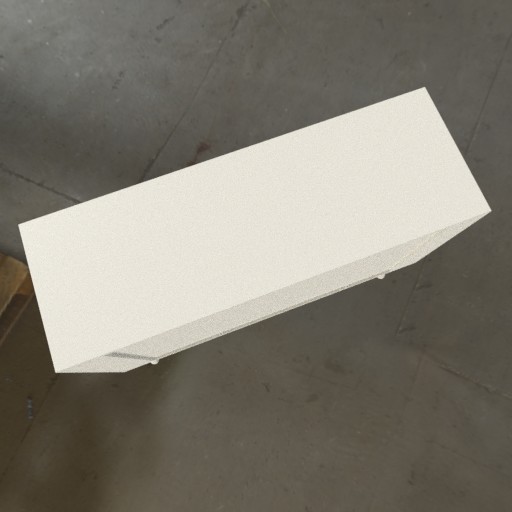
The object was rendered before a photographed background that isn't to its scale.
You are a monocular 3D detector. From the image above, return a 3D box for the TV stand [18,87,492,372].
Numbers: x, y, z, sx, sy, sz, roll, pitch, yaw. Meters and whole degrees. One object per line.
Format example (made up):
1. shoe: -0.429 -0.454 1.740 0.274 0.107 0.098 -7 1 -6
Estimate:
1. TV stand: 0.000 0.000 1.572 1.193 0.812 0.406 -20 76 -5
